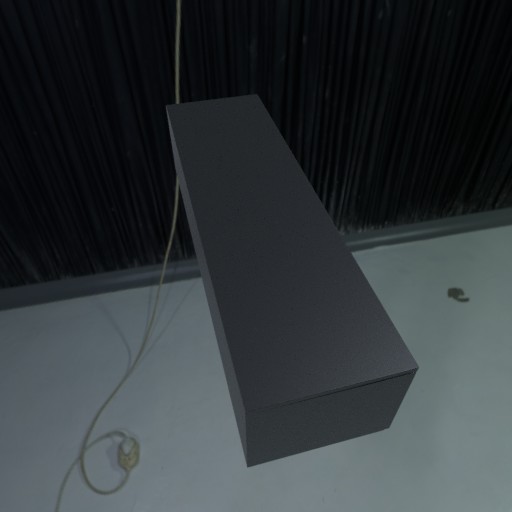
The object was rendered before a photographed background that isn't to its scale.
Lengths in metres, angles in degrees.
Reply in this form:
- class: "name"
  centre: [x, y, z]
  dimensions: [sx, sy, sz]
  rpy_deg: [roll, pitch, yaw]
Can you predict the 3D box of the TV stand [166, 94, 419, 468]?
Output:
- class: "TV stand"
  centre: [0.000, 0.000, 1.520]
  dimensions: [0.390, 0.518, 1.312]
  rpy_deg: [-11, 46, -10]
